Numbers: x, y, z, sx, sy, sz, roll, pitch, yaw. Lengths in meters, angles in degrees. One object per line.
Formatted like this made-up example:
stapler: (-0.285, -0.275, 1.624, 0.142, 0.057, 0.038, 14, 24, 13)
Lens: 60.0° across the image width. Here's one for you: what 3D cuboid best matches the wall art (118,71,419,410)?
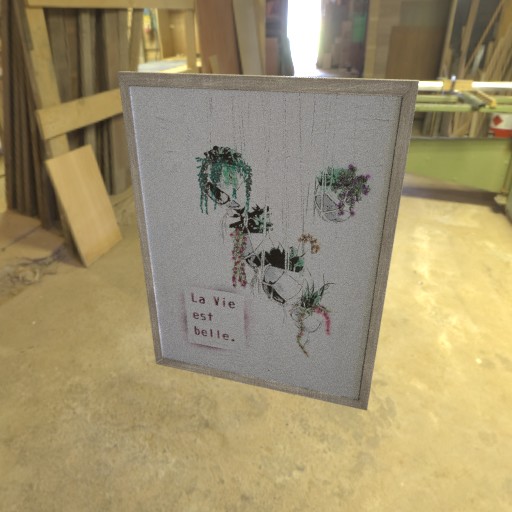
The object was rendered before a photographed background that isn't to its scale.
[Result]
wall art: (0.000, 0.000, 1.351, 0.781, 1.022, 0.035, 8, 28, 15)
